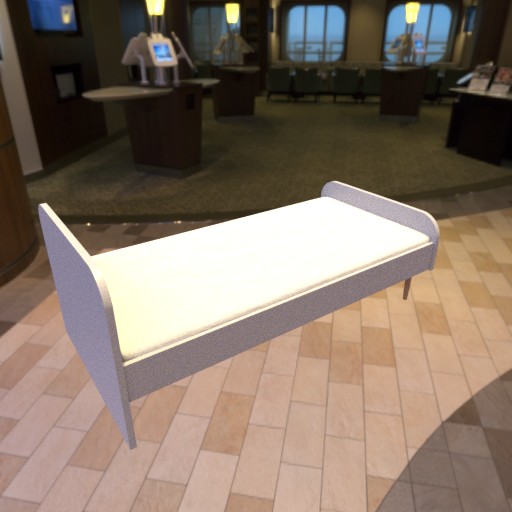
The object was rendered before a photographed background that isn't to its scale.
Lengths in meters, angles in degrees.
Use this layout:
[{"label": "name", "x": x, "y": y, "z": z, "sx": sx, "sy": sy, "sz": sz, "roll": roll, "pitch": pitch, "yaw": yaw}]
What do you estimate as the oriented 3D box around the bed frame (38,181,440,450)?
[{"label": "bed frame", "x": 0.000, "y": 0.000, "z": 2.504, "sx": 1.963, "sy": 0.805, "sz": 0.998, "roll": -18, "pitch": 32, "yaw": -31}]
